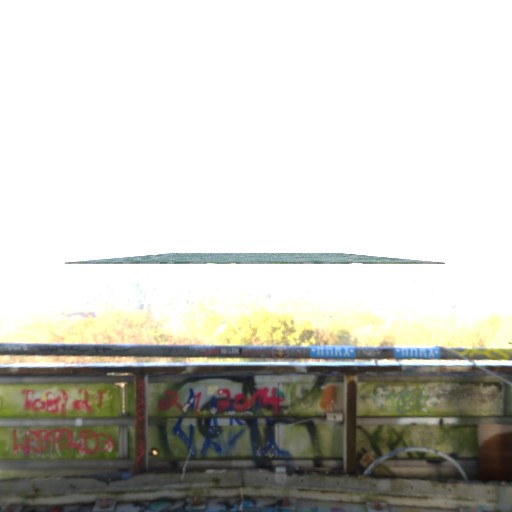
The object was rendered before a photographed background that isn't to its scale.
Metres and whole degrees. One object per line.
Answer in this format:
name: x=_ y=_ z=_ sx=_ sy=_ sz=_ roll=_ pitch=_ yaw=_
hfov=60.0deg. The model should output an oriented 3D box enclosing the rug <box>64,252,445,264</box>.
rug: x=0.000 y=0.000 z=2.325 sx=1.220 sy=0.006 sz=1.826 roll=0 pitch=1 yaw=0
